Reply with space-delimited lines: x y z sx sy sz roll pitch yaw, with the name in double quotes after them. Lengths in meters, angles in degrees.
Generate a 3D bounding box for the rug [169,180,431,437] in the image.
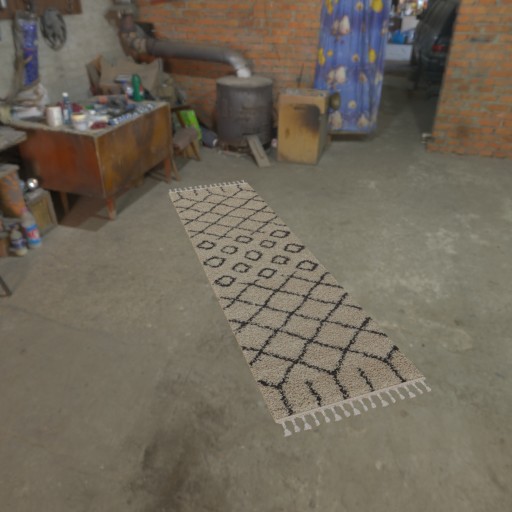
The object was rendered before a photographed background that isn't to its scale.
0.000 0.000 2.668 0.660 0.005 2.464 -10 32 -17 "rug"
